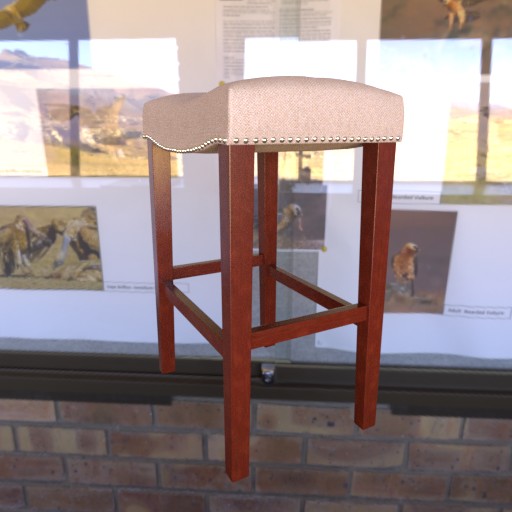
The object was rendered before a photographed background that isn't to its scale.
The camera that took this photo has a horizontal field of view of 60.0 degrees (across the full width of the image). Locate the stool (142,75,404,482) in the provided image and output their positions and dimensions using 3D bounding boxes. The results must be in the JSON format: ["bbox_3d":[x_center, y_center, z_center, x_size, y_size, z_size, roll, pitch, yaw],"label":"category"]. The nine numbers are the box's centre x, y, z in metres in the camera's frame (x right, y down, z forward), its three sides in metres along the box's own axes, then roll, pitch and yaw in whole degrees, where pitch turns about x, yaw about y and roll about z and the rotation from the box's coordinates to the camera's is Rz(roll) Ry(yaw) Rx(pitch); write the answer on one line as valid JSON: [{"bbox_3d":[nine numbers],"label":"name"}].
[{"bbox_3d":[0.000,0.000,1.036,0.372,0.742,0.504,-8,18,-27],"label":"stool"}]
